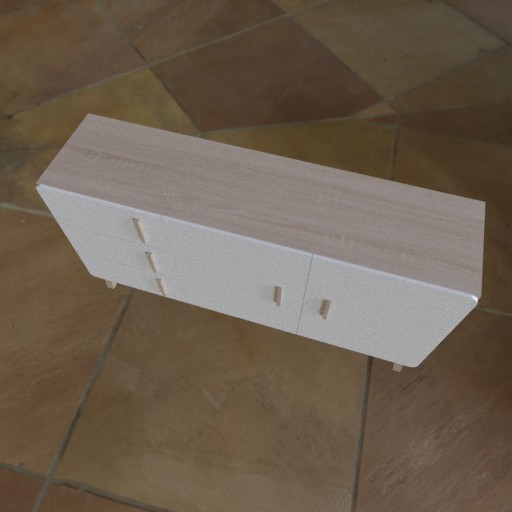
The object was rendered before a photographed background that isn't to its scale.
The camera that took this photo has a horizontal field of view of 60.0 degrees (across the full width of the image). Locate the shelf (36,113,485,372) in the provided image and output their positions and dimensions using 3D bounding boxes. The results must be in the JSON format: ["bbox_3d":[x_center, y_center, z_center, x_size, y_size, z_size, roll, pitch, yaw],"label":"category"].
[{"bbox_3d":[0.000,0.000,1.835,1.490,0.780,0.400,15,59,9],"label":"shelf"}]
